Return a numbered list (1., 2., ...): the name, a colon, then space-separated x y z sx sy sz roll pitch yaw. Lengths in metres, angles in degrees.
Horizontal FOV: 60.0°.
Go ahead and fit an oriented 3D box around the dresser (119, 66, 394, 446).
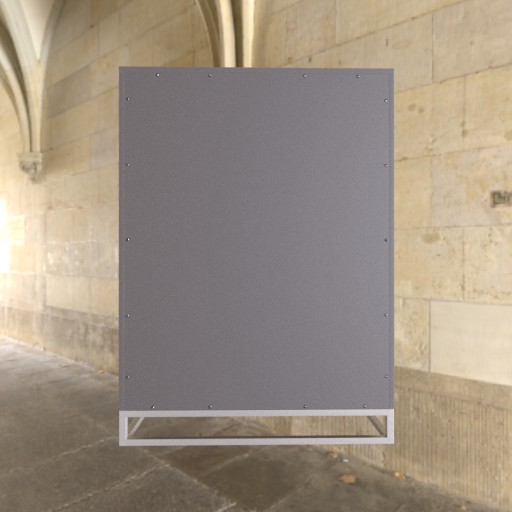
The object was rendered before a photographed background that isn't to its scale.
1. dresser: 0.000 0.000 1.802 0.965 1.321 0.508 0 0 -1
